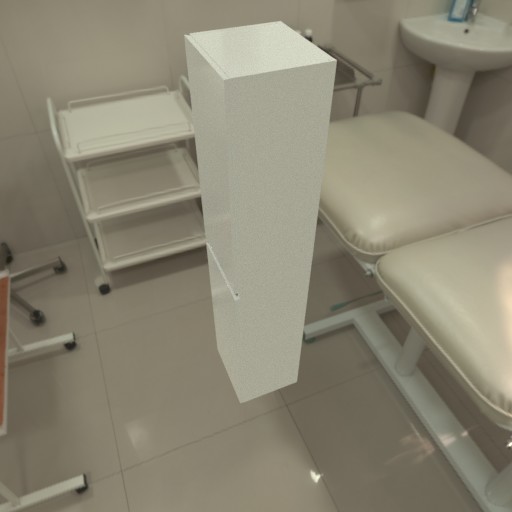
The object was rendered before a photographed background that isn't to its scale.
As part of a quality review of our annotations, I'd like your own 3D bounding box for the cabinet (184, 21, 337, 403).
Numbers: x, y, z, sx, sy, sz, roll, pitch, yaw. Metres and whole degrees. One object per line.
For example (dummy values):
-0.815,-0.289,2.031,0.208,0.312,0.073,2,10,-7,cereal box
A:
0.000,0.000,1.549,0.270,1.400,0.300,-16,47,-16,cabinet
